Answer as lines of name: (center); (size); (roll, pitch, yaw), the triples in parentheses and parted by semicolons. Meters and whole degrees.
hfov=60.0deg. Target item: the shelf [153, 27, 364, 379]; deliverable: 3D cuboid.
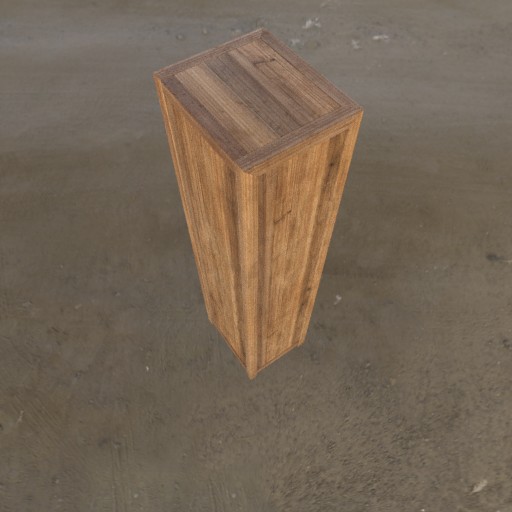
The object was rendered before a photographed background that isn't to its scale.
shelf: (0.000, 0.000, 2.133); (0.428, 1.900, 0.500); (-31, 63, -17)
